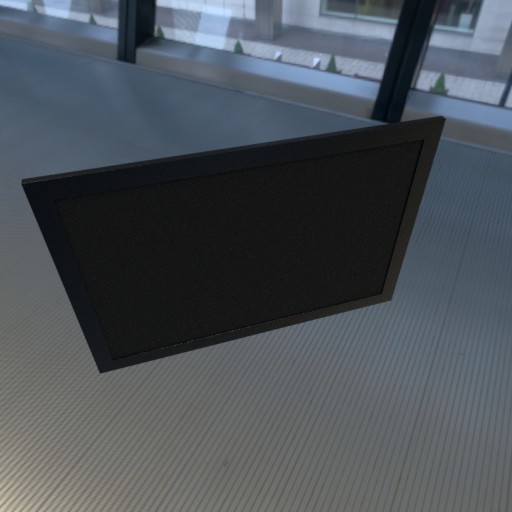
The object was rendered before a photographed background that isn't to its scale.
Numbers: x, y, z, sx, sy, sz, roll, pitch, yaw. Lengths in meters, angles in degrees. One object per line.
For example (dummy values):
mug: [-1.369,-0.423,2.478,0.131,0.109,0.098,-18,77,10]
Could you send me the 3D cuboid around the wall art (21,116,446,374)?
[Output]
wall art: [0.000,0.000,0.818,0.660,0.447,0.013,-12,43,-13]
